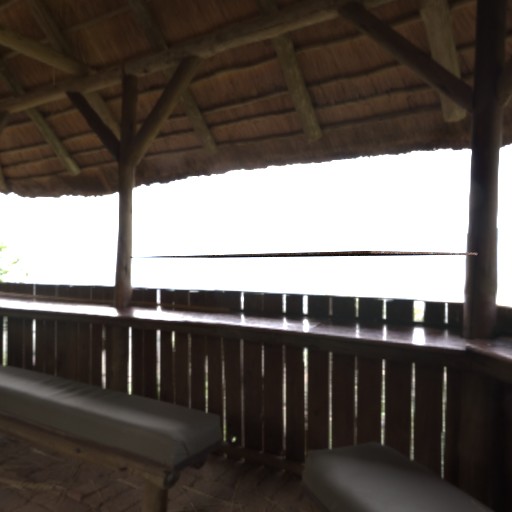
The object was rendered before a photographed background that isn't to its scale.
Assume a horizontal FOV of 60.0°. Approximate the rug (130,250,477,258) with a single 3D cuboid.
[{"bbox_3d":[0.000,0.000,2.799,0.750,0.011,2.435,1,-1,-36],"label":"rug"}]
